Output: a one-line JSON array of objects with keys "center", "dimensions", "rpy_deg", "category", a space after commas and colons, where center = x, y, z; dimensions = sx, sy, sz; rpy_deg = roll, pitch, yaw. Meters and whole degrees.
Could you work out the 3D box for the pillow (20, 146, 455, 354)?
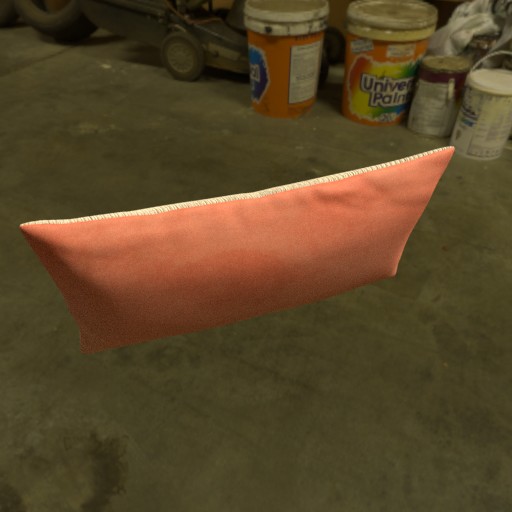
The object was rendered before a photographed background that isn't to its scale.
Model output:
[{"center": [0.000, 0.000, 0.707], "dimensions": [0.608, 0.307, 0.155], "rpy_deg": [-13, 43, -14], "category": "pillow"}]
